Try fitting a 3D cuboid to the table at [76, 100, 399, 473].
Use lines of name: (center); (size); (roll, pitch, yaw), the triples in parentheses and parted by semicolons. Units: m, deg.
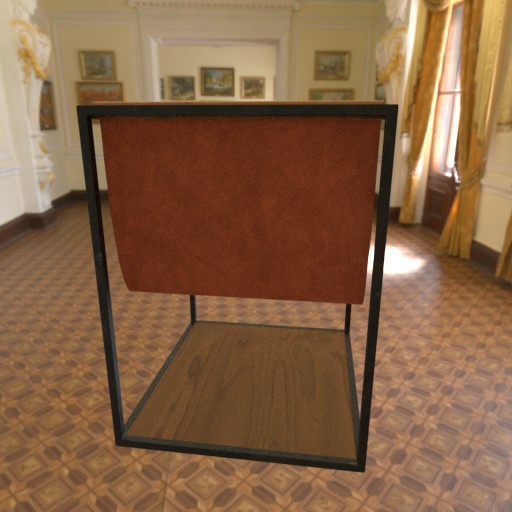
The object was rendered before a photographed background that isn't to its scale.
table: (0.000, 0.000, 0.830); (0.399, 0.536, 0.450); (3, 18, 8)
